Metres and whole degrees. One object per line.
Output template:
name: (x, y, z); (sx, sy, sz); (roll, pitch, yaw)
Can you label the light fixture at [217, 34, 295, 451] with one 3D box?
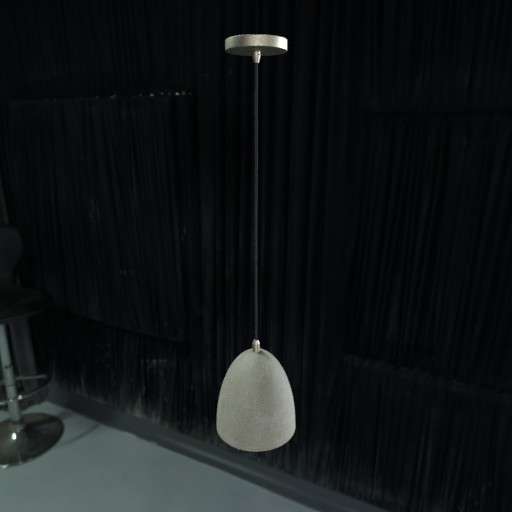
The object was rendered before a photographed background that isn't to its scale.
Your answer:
light fixture: (0.000, 0.000, 0.856); (0.170, 0.759, 0.170); (7, 18, 24)
